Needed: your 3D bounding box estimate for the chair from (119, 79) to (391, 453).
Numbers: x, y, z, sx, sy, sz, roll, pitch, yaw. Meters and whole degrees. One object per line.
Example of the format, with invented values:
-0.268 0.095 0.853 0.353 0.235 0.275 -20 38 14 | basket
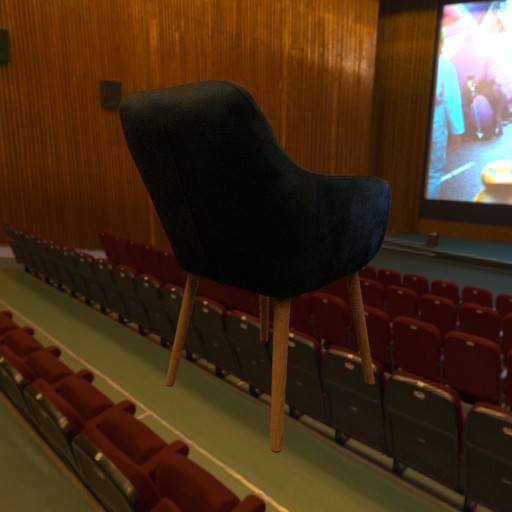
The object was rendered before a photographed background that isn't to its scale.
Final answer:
0.000 0.000 1.214 0.578 0.826 0.573 13 19 42 | chair
